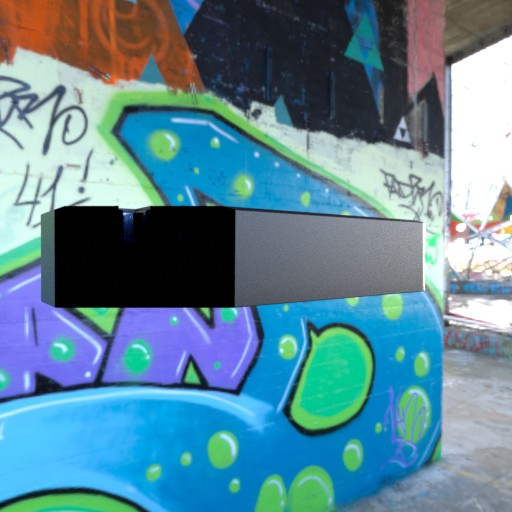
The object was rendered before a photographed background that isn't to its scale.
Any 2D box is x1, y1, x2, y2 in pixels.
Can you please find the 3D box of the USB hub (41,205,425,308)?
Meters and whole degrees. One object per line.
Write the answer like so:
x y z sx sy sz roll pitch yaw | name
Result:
0.000 0.000 0.131 0.110 0.023 0.044 0 0 -36 | USB hub
